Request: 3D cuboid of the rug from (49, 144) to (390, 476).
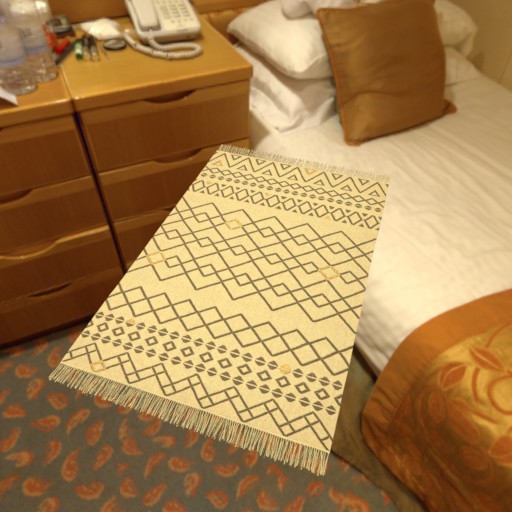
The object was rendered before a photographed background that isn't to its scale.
[{"bbox_3d":[0.000,0.000,2.982,1.495,0.035,2.472,14,47,13],"label":"rug"}]
